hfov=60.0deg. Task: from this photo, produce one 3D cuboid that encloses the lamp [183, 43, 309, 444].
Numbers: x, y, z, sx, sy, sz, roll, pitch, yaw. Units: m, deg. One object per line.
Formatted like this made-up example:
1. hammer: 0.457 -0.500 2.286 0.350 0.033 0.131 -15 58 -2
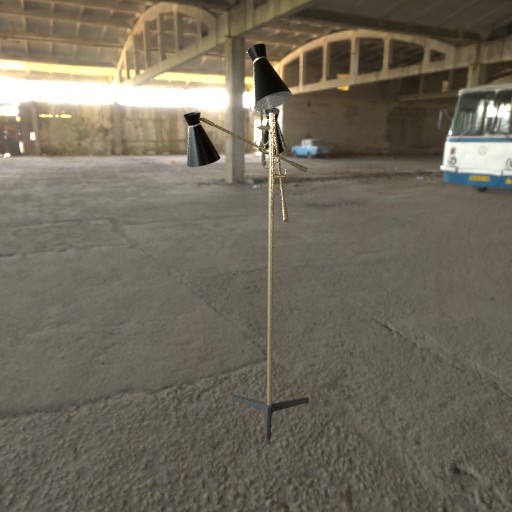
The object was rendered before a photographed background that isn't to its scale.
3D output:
1. lamp: 0.000 0.000 2.168 0.653 1.804 0.750 -7 17 -26
